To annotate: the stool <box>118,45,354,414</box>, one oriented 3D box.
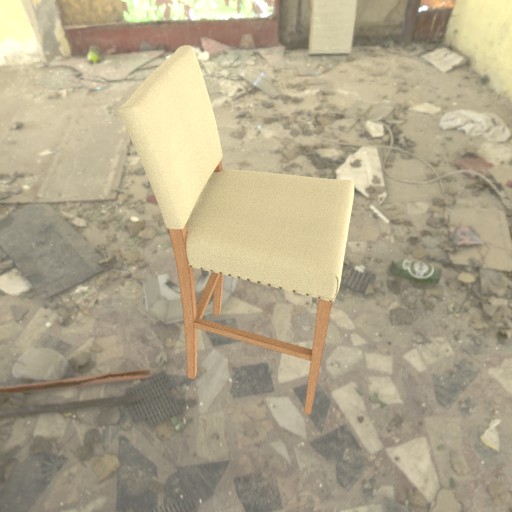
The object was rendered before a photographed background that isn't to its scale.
[{"bbox_3d":[0.000,0.000,1.435,0.546,1.143,0.428,10,46,10],"label":"stool"}]
